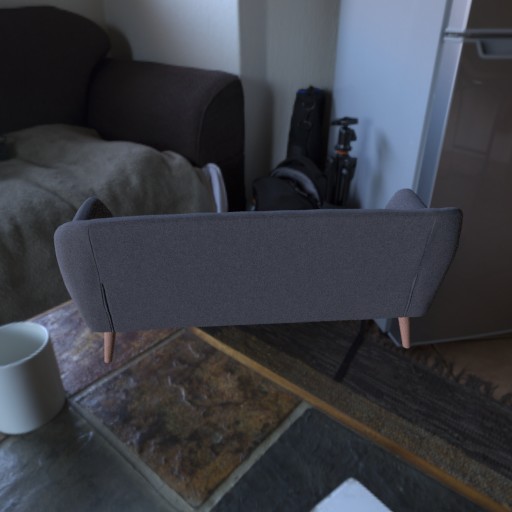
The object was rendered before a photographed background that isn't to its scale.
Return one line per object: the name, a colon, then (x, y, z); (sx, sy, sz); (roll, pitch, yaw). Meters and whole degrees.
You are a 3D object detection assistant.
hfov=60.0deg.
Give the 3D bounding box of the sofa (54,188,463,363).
sofa: (0.000, 0.000, 2.248); (1.840, 0.820, 0.820); (-2, 30, -4)
